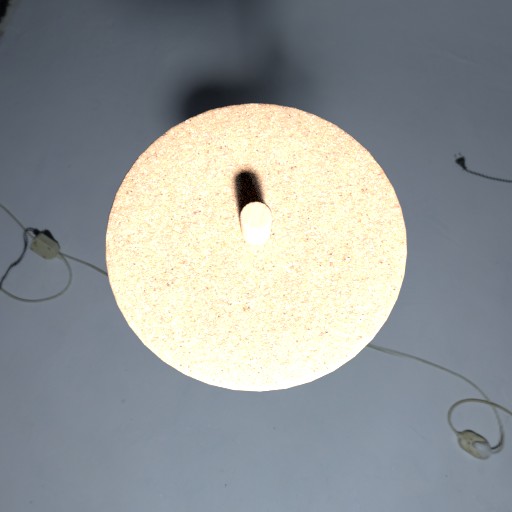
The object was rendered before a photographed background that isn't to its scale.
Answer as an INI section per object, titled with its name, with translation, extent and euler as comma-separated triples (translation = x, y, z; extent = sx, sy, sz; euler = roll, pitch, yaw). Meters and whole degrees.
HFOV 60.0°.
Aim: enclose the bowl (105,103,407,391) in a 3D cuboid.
[bowl]
translation = 0.000, 0.000, 0.218
extent = 0.126, 0.110, 0.126
euler = 0, 74, 0
